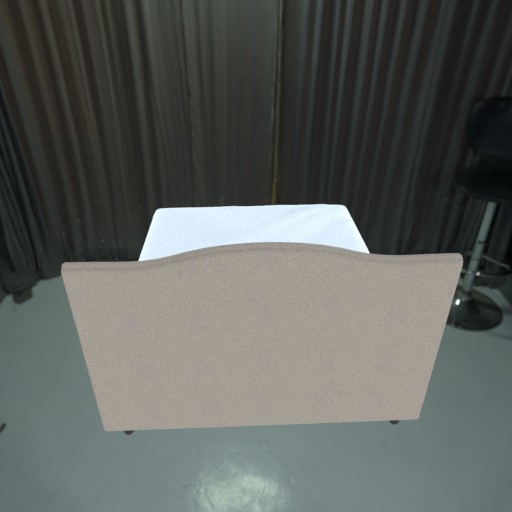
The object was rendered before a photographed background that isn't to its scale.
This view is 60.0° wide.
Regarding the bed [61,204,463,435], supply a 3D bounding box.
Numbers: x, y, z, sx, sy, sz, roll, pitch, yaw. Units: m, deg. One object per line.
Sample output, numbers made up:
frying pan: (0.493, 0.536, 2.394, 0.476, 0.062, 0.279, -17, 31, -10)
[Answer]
bed: (0.000, 0.000, 3.504, 2.083, 1.421, 2.182, -1, 31, -2)
